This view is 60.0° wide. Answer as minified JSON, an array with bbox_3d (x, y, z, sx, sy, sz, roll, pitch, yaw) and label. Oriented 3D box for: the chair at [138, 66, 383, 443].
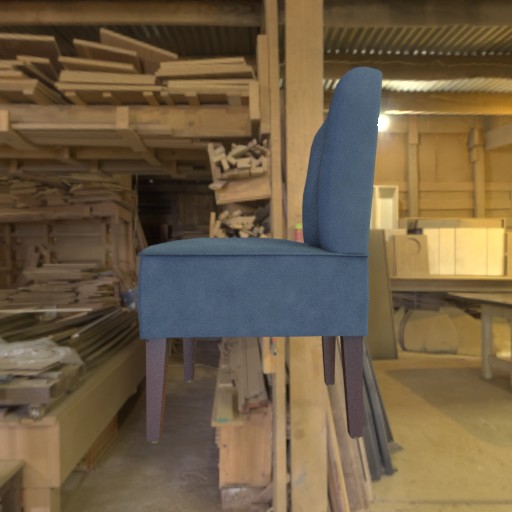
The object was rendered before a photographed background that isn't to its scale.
[{"bbox_3d":[0.000,0.000,1.180,0.551,0.806,0.521,0,0,1],"label":"chair"}]
